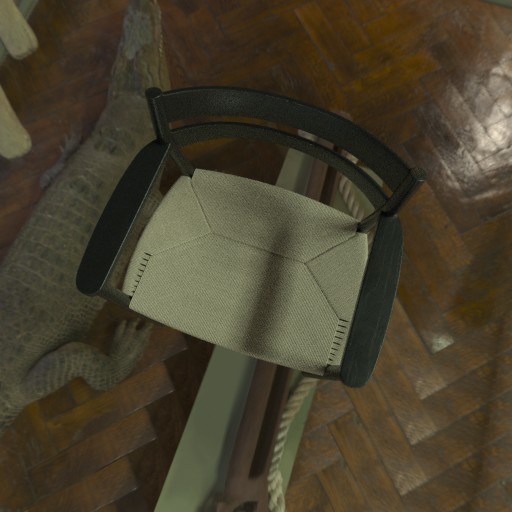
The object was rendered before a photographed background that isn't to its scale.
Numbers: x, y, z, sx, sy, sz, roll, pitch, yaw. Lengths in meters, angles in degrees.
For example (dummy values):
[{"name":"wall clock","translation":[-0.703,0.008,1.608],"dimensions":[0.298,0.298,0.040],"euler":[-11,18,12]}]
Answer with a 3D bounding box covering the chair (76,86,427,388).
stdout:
[{"name":"chair","translation":[0.000,0.000,1.187],"dimensions":[0.630,0.775,0.508],"euler":[18,77,4]}]
